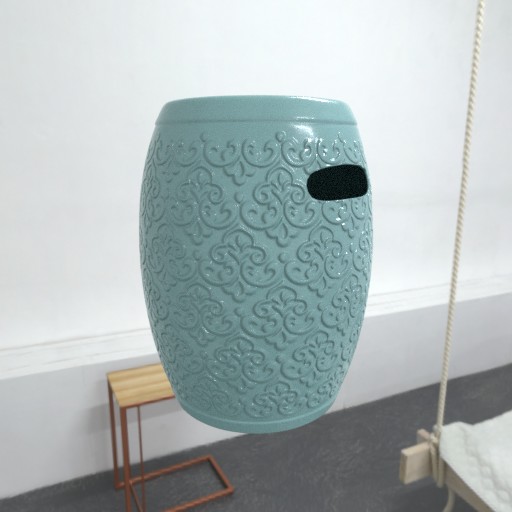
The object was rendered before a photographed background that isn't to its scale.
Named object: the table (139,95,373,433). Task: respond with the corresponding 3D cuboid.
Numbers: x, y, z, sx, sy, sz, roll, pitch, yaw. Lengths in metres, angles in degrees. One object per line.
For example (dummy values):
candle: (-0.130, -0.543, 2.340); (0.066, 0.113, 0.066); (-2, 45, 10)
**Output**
table: (0.000, 0.000, 0.609); (0.309, 0.397, 0.309); (0, 14, 0)
